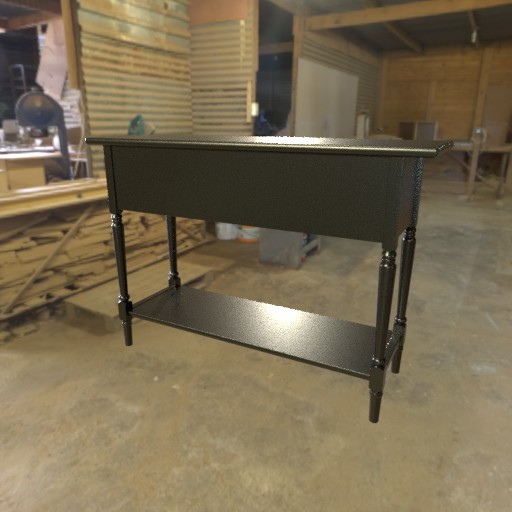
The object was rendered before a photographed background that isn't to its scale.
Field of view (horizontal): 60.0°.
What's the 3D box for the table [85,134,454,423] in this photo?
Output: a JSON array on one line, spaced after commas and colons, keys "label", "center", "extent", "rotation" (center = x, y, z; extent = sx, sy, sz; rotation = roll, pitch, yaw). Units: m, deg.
[{"label": "table", "center": [0.000, 0.000, 1.605], "extent": [1.191, 0.819, 0.386], "rotation": [9, 19, 27]}]
